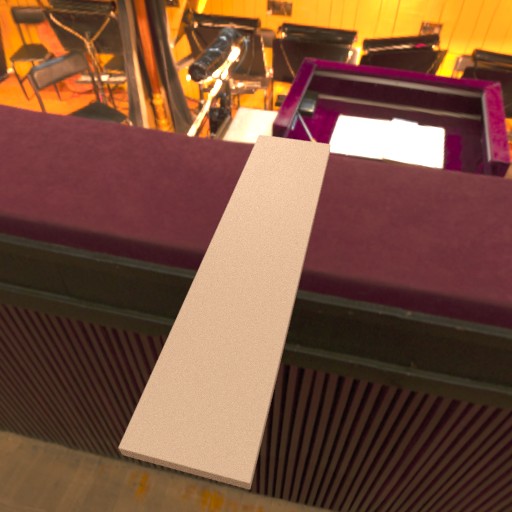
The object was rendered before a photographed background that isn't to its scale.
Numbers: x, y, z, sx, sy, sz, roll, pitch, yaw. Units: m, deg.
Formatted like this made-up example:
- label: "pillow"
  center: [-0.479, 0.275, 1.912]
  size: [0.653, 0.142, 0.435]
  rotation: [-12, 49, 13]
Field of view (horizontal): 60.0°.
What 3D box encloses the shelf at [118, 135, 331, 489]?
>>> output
- label: "shelf"
  center: [0.000, 0.000, 0.652]
  size: [0.140, 0.020, 0.610]
  rotation: [10, 48, 10]
